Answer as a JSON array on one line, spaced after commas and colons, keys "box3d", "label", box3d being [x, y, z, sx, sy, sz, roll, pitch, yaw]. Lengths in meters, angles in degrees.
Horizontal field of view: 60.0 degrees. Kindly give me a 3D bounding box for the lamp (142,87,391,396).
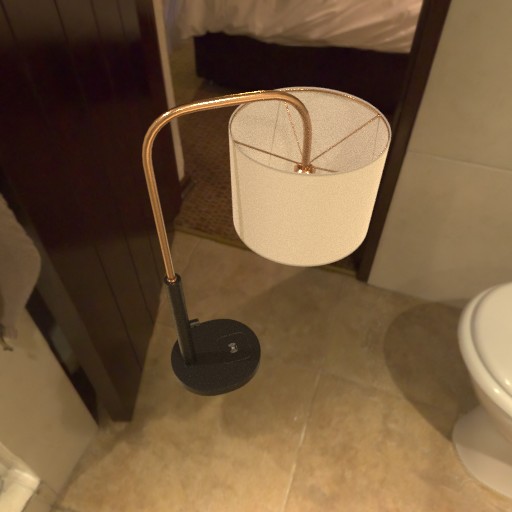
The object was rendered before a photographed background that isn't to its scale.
[{"box3d": [0.000, 0.000, 0.693, 0.337, 0.540, 0.199, -13, 49, -12], "label": "lamp"}]
